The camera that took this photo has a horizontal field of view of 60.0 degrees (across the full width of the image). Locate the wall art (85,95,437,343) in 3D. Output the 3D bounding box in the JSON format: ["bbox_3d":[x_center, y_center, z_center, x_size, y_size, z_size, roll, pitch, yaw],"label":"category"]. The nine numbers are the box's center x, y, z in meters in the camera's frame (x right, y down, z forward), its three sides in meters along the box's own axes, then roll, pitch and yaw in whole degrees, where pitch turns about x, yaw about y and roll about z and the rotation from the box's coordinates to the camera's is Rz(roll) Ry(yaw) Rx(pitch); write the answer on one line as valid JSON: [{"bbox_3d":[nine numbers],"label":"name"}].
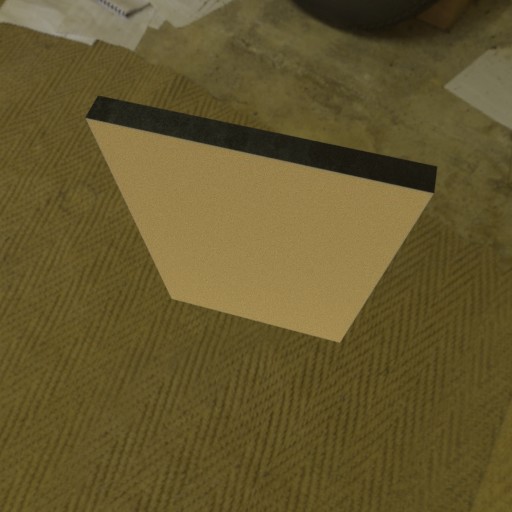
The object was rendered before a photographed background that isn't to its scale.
[{"bbox_3d":[0.000,0.000,0.594,0.313,0.457,0.031,14,64,7],"label":"wall art"}]
